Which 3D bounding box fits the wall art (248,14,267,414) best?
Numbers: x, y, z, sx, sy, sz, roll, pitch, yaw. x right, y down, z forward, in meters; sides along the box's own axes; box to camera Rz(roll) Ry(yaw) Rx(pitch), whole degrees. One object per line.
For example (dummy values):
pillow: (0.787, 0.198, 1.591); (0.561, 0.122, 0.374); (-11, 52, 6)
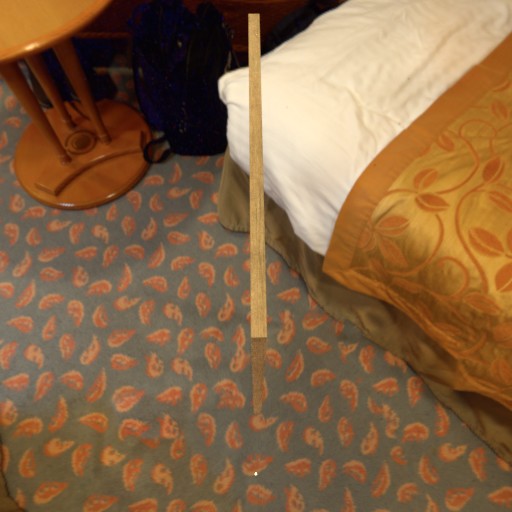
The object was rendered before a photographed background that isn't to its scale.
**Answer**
wall art: (0.000, 0.000, 0.905); (0.018, 0.686, 0.534); (-1, 64, 0)
